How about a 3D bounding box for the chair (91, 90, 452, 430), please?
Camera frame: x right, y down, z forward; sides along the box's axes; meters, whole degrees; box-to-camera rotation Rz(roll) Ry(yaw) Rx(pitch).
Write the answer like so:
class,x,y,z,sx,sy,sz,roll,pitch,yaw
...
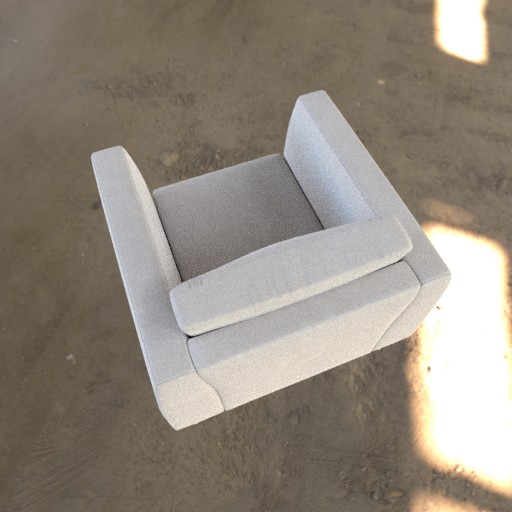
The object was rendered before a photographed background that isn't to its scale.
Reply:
class,x,y,z,sx,sy,sz,roll,pitch,yaw
chair,0.000,0.000,1.728,1.000,0.860,0.930,-19,61,-11
